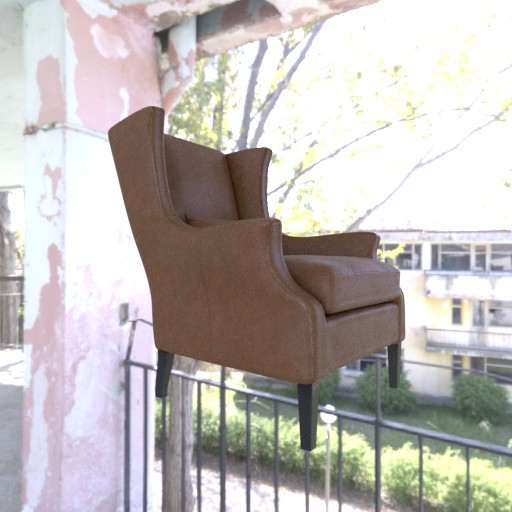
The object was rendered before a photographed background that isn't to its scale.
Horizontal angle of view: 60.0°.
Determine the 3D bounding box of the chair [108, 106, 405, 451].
[{"bbox_3d":[0.000,0.000,1.684,0.925,1.016,0.852,0,-1,35],"label":"chair"}]
